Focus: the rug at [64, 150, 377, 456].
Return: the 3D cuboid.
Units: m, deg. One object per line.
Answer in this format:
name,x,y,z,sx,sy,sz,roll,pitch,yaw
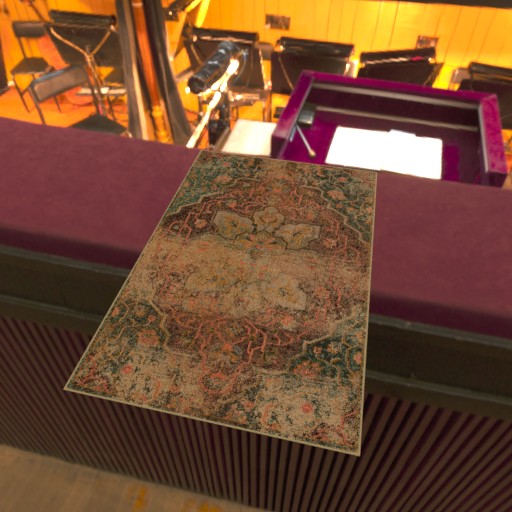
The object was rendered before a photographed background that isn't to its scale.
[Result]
rug,0.000,0.000,2.982,1.566,0.004,2.363,10,46,10
